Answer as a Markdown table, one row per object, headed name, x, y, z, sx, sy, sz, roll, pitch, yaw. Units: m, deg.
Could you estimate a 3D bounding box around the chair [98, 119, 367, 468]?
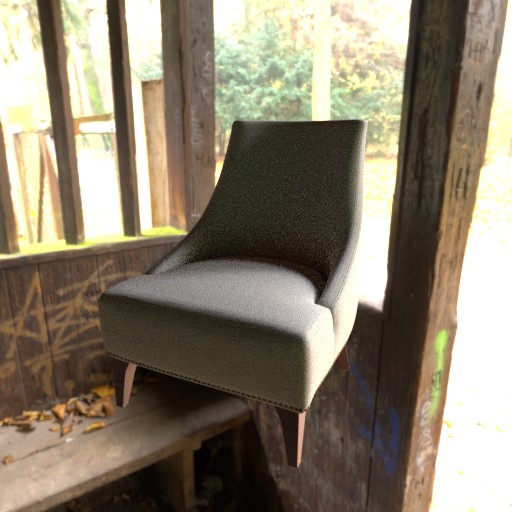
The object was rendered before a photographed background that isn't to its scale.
| name | x | y | z | sx | sy | sz | roll | pitch | yaw |
| --- | --- | --- | --- | --- | --- | --- | --- | --- | --- |
| chair | 0.000 | 0.000 | 1.531 | 0.701 | 0.909 | 0.861 | 8 | 18 | 25 |
